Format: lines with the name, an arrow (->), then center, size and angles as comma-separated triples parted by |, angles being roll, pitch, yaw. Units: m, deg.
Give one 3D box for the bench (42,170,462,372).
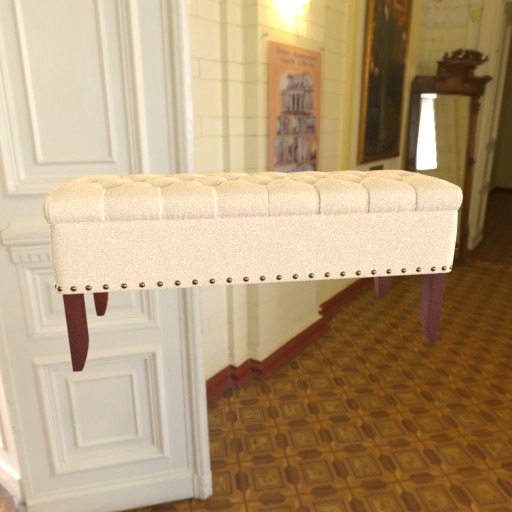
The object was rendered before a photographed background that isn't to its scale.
bench -> 0.000, 0.000, 1.315 | 1.054, 0.470, 0.400 | -3, 17, -9
